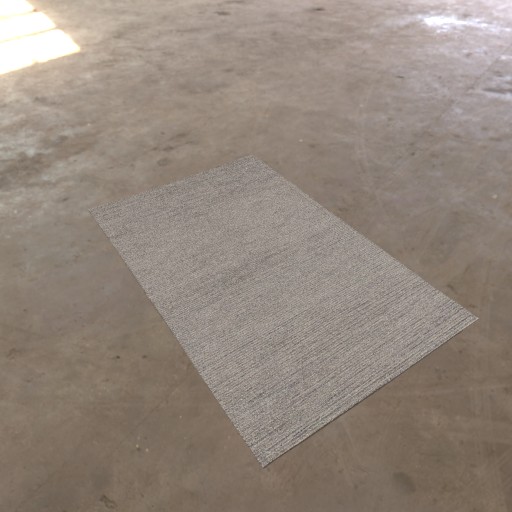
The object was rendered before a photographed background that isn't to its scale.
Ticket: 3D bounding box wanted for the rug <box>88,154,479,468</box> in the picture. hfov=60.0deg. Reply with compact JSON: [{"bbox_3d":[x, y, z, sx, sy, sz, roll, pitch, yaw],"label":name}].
[{"bbox_3d":[0.000,0.000,2.270,1.162,0.022,1.804,-24,47,-25],"label":"rug"}]
